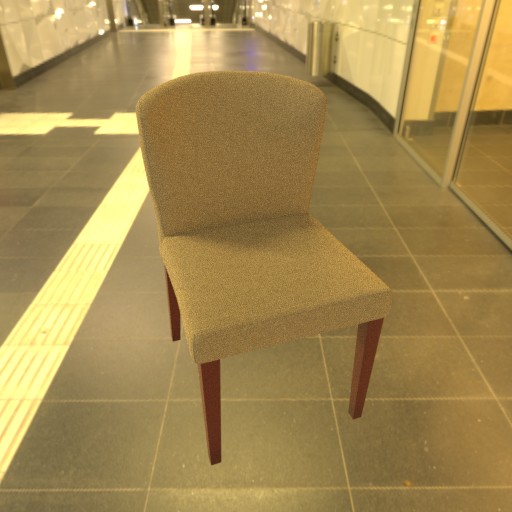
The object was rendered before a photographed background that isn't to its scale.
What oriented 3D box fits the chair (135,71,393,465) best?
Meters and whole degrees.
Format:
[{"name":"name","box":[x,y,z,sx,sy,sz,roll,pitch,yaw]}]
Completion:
[{"name":"chair","box":[0.000,0.000,1.174,0.491,0.839,0.589,-11,33,-17]}]
